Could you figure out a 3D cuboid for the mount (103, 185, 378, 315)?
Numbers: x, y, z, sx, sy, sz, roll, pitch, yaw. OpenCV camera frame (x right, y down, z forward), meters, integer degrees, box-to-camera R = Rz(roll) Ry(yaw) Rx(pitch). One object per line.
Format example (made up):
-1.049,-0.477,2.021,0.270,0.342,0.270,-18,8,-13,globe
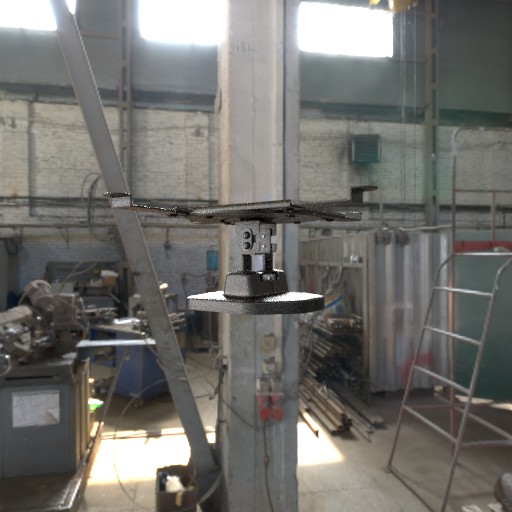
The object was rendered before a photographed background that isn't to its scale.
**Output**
0.000,0.000,0.619,0.394,0.141,0.394,0,0,34,mount
